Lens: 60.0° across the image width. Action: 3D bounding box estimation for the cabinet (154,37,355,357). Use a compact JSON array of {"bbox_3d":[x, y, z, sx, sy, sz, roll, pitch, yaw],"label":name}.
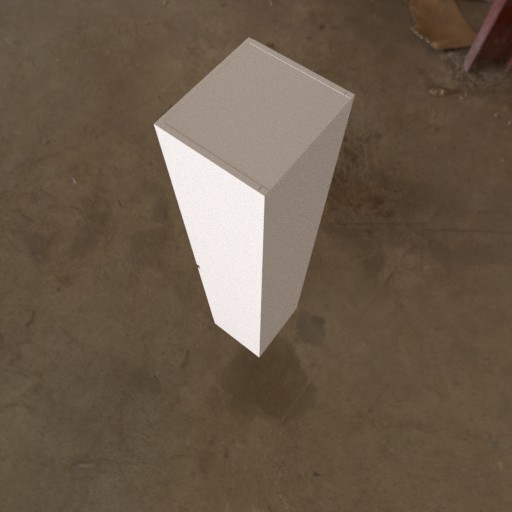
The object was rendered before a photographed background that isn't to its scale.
[{"bbox_3d":[0.000,0.000,1.510,0.269,1.400,0.300,35,70,15],"label":"cabinet"}]
